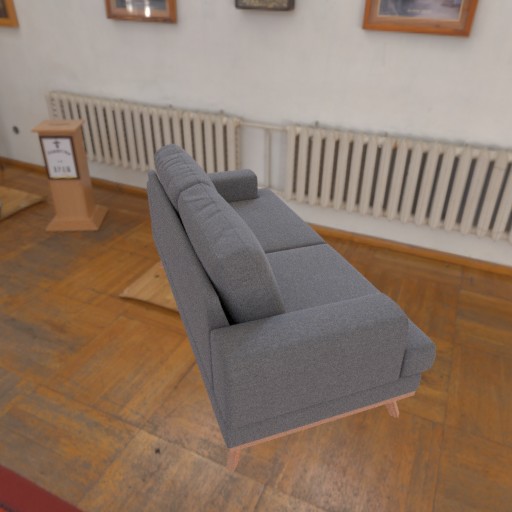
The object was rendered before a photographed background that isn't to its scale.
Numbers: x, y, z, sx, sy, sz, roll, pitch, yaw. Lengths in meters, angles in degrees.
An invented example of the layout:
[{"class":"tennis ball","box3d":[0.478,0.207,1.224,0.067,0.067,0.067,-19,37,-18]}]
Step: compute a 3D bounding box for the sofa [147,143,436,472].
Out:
[{"class":"sofa","box3d":[0.000,0.000,2.101,0.785,0.810,1.650,-10,31,-17]}]
